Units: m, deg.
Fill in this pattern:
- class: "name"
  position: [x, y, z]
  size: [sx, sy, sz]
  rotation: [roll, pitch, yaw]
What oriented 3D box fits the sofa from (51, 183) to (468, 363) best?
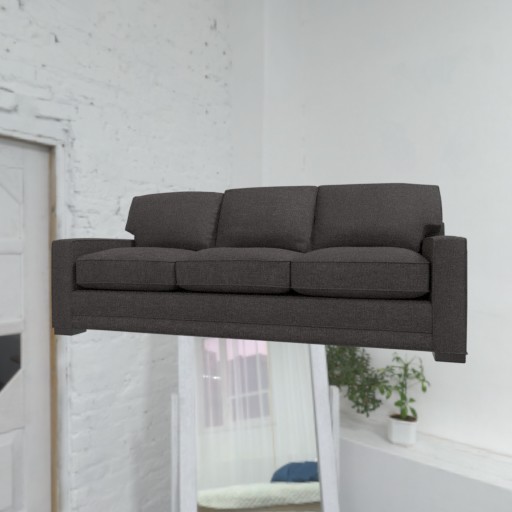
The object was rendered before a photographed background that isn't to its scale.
- class: "sofa"
  position: [0.000, 0.000, 2.867]
  size: [2.369, 0.978, 1.004]
  rotation: [0, 1, 17]
